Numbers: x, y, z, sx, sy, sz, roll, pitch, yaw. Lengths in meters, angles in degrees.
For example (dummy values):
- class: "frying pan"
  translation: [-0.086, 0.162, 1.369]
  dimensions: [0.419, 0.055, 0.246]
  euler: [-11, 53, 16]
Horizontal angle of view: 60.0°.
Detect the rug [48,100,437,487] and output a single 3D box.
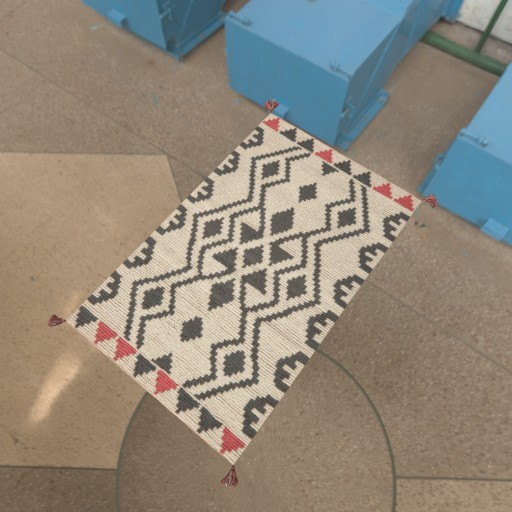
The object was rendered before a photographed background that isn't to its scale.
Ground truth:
- class: "rug"
  translation: [0.000, 0.000, 3.335]
  dimensions: [1.741, 0.066, 2.672]
  euler: [35, 69, 15]
